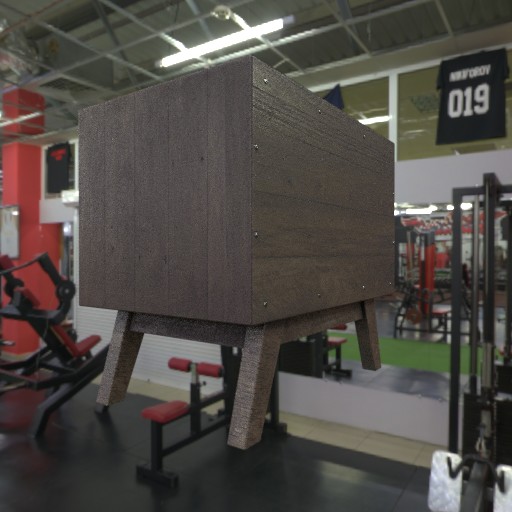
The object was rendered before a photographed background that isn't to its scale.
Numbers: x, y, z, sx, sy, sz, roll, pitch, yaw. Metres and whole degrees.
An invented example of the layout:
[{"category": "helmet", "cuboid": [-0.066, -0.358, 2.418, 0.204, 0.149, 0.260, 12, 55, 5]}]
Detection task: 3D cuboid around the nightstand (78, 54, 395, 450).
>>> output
[{"category": "nightstand", "cuboid": [0.000, 0.000, 1.047, 0.450, 0.599, 0.650, 0, 0, 35]}]
